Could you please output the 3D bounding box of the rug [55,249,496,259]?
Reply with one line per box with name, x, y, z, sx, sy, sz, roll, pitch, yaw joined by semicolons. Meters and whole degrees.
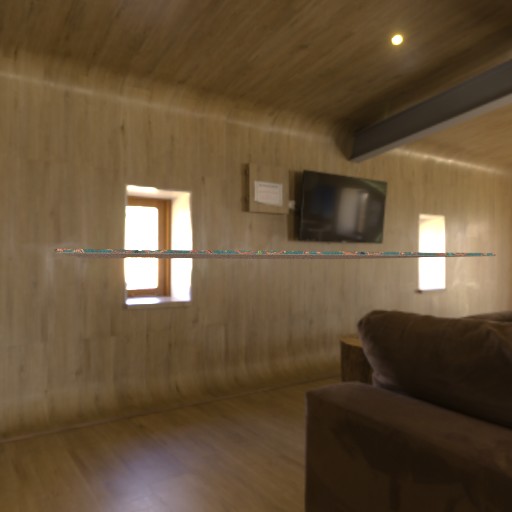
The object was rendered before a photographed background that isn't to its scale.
rug;0.000;0.000;4.150;3.204;0.025;2.434;0;-1;-18
